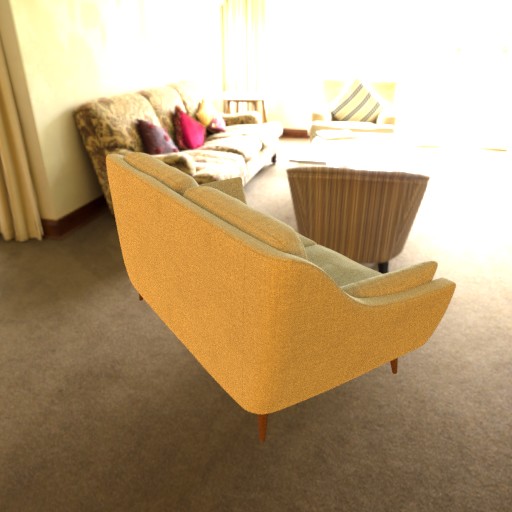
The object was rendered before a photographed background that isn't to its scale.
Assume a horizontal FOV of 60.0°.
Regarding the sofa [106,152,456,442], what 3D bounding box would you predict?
[{"bbox_3d":[0.000,0.000,2.230,0.965,0.888,1.652,-17,31,-31],"label":"sofa"}]
